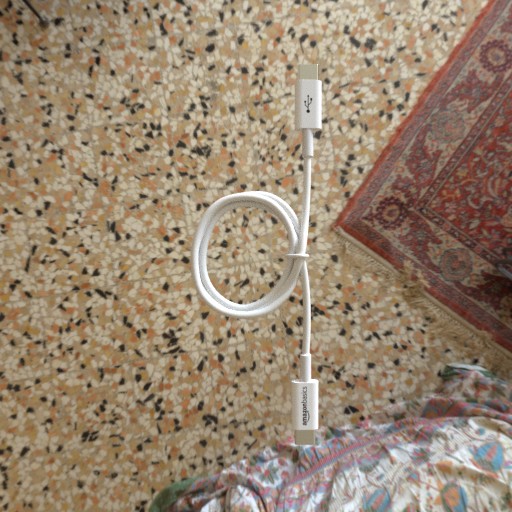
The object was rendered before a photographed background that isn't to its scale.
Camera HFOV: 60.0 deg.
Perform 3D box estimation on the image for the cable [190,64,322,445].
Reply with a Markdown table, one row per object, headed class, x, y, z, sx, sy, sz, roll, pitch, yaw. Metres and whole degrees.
| class | x | y | z | sx | sy | sz | roll | pitch | yaw |
| --- | --- | --- | --- | --- | --- | --- | --- | --- | --- |
| cable | 0.000 | 0.000 | 0.234 | 0.070 | 0.014 | 0.203 | 0 | 91 | -1 |
